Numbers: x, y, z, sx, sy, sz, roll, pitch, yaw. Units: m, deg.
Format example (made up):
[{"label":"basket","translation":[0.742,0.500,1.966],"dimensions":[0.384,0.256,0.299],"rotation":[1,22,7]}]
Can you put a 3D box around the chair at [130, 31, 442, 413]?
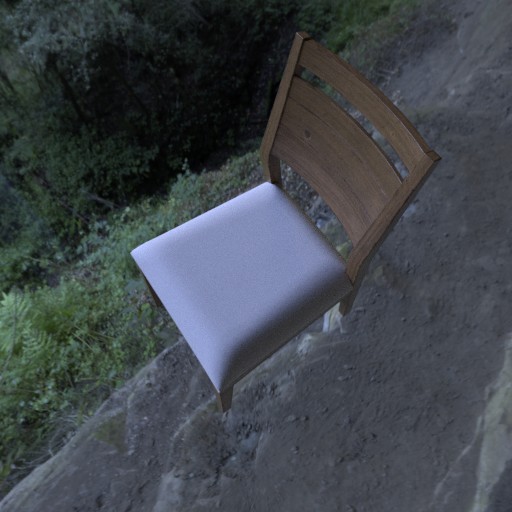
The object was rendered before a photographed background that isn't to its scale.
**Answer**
[{"label":"chair","translation":[0.000,0.000,1.257],"dimensions":[0.610,0.939,0.497],"rotation":[-32,69,-14]}]
